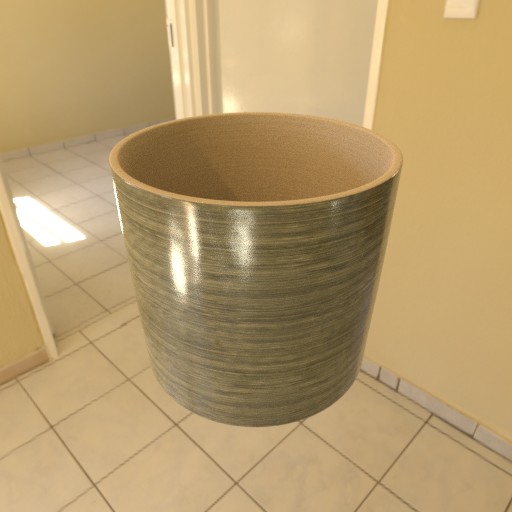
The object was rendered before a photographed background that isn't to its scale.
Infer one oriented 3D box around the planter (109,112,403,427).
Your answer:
[{"bbox_3d":[0.000,0.000,0.399,0.221,0.201,0.221,0,31,0],"label":"planter"}]
